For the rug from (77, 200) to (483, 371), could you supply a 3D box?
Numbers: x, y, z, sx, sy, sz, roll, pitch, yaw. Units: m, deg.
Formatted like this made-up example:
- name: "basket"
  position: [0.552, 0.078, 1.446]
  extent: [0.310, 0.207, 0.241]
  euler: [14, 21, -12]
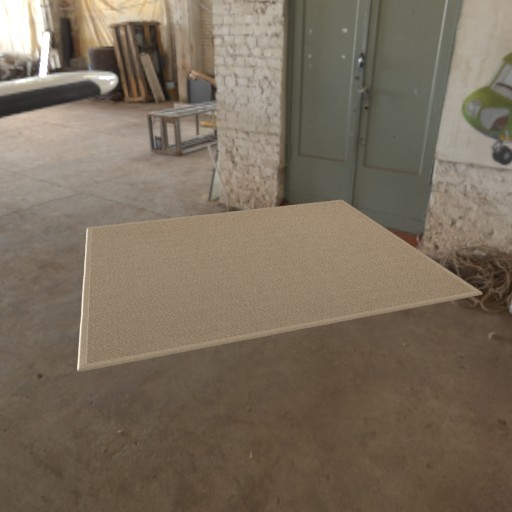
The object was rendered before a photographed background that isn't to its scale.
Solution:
- name: "rug"
  position: [0.000, 0.000, 4.148]
  extent: [3.051, 0.020, 2.407]
  euler: [-8, 27, -16]
